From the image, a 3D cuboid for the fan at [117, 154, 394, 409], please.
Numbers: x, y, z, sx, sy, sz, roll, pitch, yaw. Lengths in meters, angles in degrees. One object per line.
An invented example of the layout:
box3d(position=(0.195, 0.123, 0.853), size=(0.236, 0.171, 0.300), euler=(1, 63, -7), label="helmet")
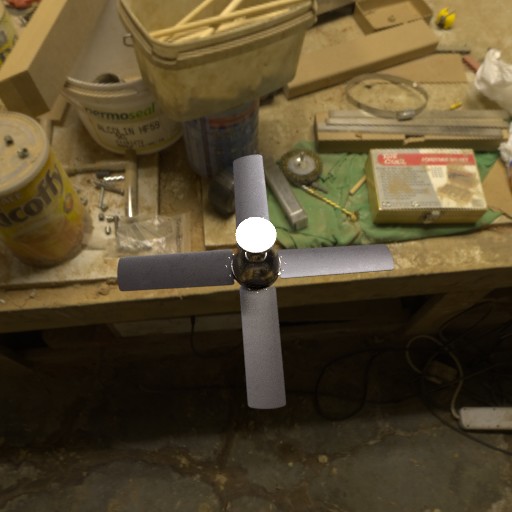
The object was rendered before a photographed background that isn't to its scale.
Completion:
box3d(position=(0.000, 0.000, 2.057), size=(1.332, 0.403, 1.332), euler=(-4, 64, -2), label="fan")
